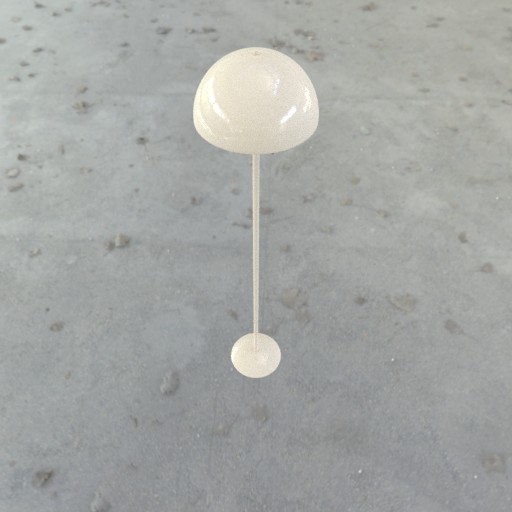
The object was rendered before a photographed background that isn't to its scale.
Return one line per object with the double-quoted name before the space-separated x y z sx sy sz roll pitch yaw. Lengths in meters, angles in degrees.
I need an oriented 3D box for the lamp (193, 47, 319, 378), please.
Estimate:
"lamp" 0.000 0.000 1.597 0.328 1.480 0.328 3 50 2
